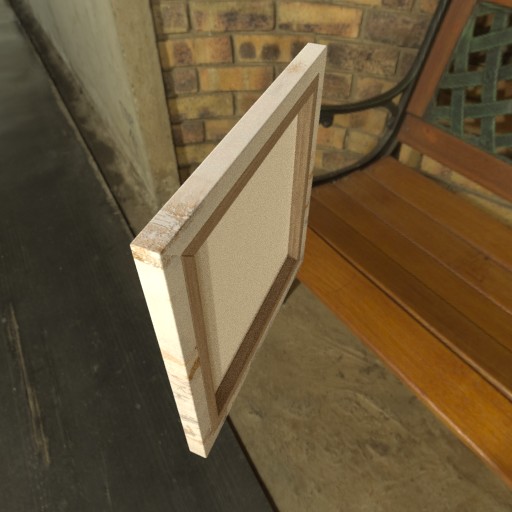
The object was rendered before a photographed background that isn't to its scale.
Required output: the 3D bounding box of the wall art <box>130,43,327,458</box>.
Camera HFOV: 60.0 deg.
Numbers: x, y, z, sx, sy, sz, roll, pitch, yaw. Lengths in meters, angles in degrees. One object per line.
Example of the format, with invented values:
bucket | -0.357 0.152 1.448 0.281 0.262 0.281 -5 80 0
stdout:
wall art | 0.000 0.000 0.895 0.040 0.613 0.611 17 49 16
